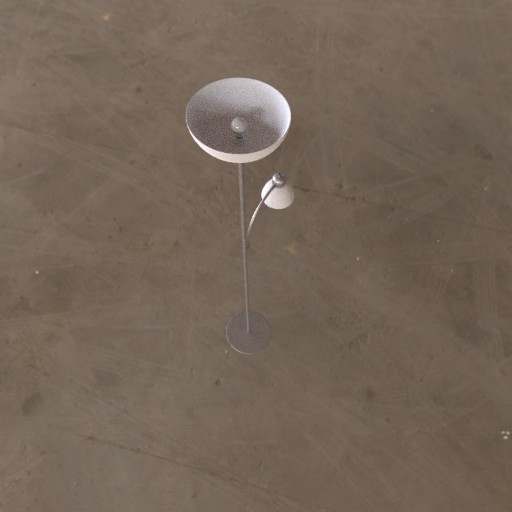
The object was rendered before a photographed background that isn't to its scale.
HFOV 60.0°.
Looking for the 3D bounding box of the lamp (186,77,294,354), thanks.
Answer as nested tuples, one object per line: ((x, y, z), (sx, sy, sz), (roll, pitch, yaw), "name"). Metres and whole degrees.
((0.000, 0.000, 1.962), (0.279, 1.804, 0.425), (32, 67, 16), "lamp")
